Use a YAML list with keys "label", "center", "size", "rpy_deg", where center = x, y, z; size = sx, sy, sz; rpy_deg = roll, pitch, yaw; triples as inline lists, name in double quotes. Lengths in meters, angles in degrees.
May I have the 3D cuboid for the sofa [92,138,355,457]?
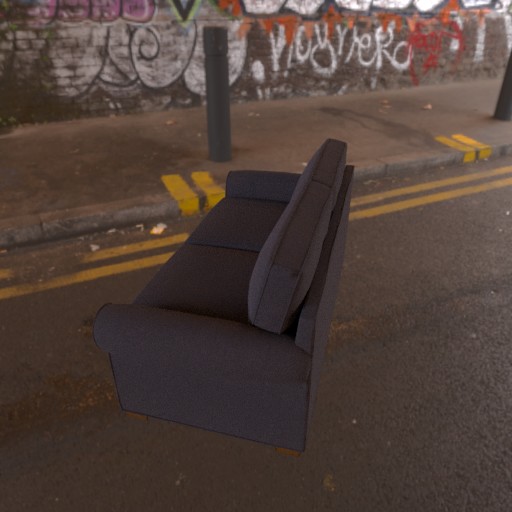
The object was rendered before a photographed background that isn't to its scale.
- label: "sofa"
  center: [0.000, 0.000, 2.626]
  size: [0.951, 1.031, 2.009]
  rpy_deg: [8, 32, 13]
